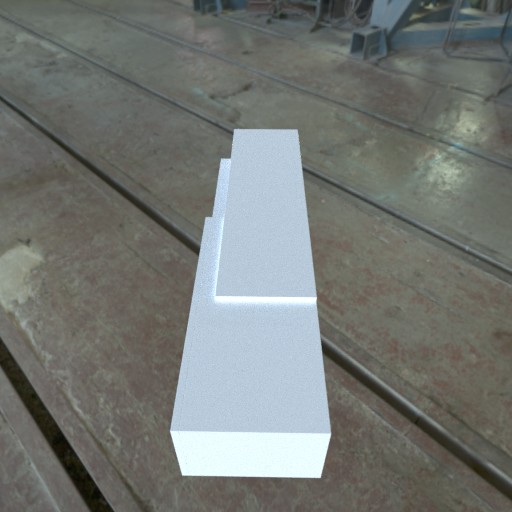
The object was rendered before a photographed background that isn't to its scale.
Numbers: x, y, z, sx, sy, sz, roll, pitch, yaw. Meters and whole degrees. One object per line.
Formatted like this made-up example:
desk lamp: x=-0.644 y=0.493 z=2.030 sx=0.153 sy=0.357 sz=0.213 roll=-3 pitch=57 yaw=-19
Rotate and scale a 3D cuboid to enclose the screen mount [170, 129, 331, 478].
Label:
screen mount: x=0.000 y=0.000 z=1.871 sx=0.420 sy=0.320 sz=1.680 roll=1 pitch=42 yaw=1
